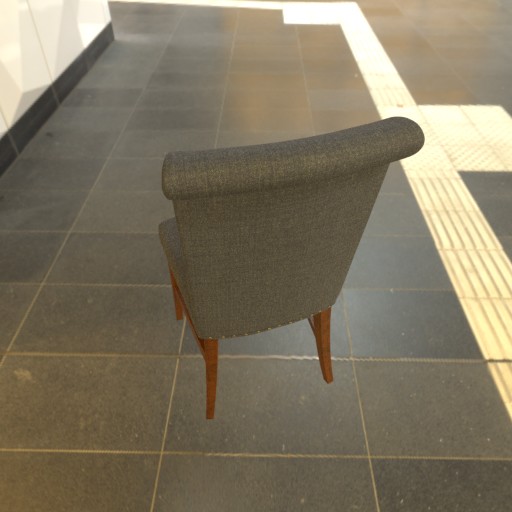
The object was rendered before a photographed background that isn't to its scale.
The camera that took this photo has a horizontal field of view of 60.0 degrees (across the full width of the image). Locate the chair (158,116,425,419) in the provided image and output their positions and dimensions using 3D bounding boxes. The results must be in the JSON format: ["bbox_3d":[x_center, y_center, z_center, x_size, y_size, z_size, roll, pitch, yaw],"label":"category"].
[{"bbox_3d":[0.000,0.000,1.302,0.513,0.988,0.608,-13,44,-14],"label":"chair"}]
